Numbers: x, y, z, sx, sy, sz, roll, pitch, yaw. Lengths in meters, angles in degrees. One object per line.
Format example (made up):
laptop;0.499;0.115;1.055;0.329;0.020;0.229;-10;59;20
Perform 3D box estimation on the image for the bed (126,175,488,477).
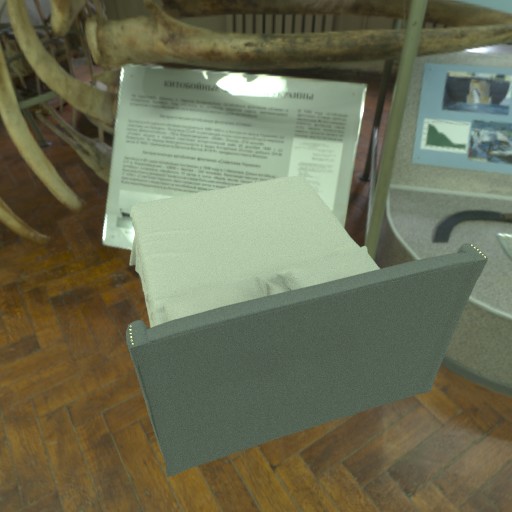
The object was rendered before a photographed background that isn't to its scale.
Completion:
bed;0.000;0.000;3.376;1.925;1.332;2.276;-12;42;-14
